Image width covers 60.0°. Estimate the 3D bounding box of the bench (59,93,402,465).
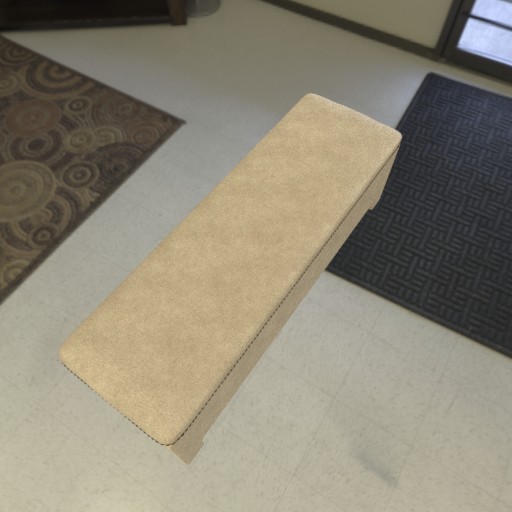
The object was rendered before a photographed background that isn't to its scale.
[{"bbox_3d":[0.000,0.000,1.747,0.470,0.447,1.482,31,64,18],"label":"bench"}]
